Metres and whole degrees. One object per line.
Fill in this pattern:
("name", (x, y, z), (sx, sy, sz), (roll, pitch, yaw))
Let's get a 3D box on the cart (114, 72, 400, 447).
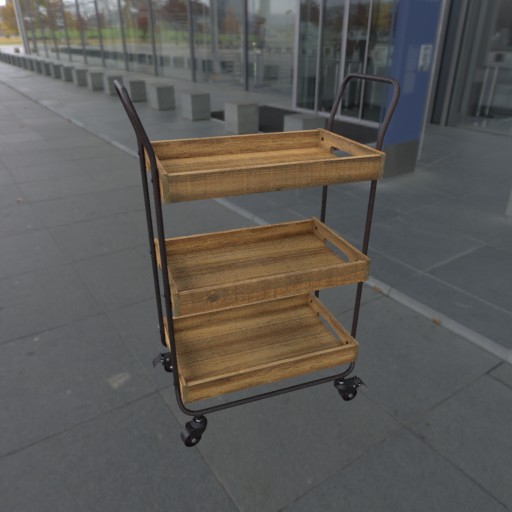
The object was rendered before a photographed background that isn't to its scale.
("cart", (0.000, 0.000, 1.146), (0.583, 0.857, 0.339), (-9, 28, -17))
